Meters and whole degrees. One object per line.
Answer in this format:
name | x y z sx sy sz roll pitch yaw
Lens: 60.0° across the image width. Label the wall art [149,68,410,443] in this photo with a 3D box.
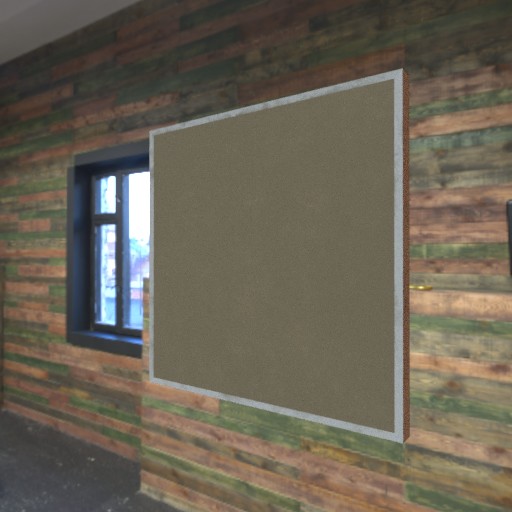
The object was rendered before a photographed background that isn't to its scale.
wall art | 0.000 0.000 0.757 0.508 0.506 0.029 0 0 36
